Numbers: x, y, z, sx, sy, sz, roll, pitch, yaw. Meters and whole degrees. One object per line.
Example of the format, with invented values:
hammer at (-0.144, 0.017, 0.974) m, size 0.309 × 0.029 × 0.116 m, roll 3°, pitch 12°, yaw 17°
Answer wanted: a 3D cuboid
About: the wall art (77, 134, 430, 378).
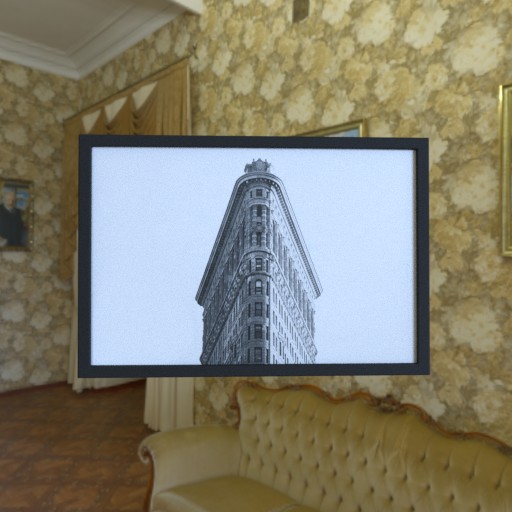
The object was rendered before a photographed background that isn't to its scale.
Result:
wall art at (0.000, 0.000, 1.227) m, size 0.964 × 0.659 × 0.049 m, roll 0°, pitch -1°, yaw 0°
